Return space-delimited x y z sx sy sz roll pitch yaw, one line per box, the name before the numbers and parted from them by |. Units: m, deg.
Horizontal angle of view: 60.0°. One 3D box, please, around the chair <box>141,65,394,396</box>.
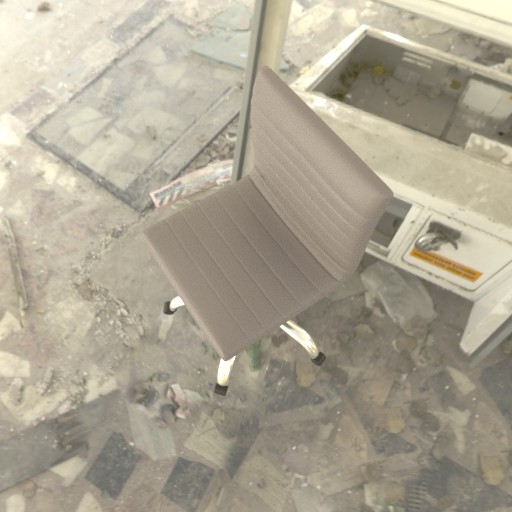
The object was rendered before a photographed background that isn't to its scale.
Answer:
chair | 0.000 0.000 1.138 0.530 0.780 0.556 -32 68 -15
